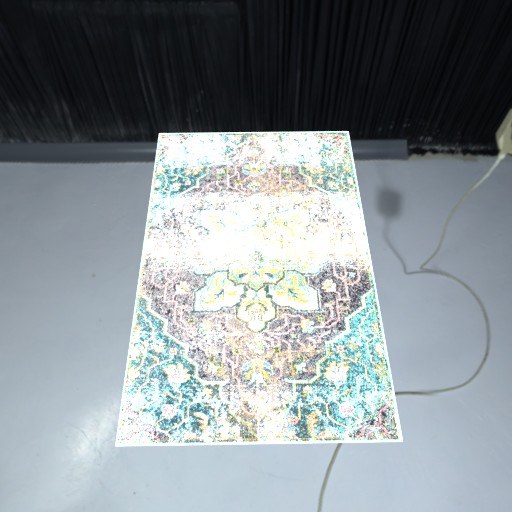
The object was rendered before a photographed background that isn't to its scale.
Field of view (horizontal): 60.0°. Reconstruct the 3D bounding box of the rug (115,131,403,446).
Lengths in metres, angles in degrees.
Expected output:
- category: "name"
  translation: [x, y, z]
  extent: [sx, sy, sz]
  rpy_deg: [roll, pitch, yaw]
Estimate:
- category: "rug"
  translation: [0.000, 0.000, 2.958]
  extent: [1.566, 0.004, 2.363]
  rpy_deg: [0, 58, 0]
